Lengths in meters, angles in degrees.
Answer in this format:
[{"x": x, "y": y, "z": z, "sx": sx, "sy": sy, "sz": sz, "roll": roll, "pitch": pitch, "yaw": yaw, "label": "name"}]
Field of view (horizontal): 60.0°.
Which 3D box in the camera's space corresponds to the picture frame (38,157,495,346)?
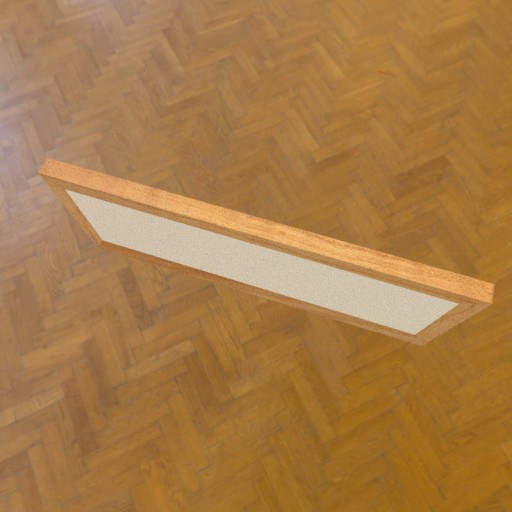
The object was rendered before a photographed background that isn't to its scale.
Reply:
[{"x": 0.000, "y": 0.000, "z": 0.658, "sx": 0.582, "sy": 0.234, "sz": 0.045, "roll": 16, "pitch": 68, "yaw": 7, "label": "picture frame"}]
